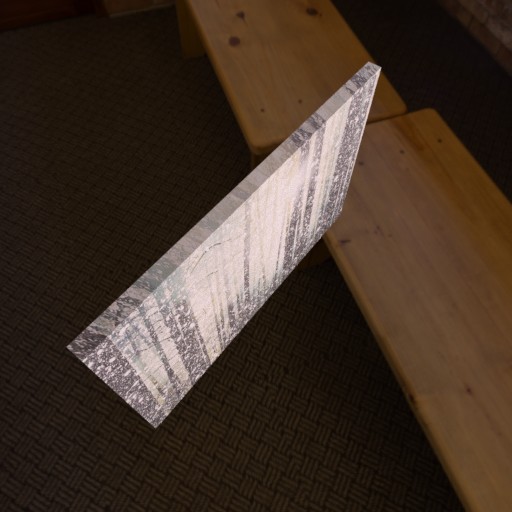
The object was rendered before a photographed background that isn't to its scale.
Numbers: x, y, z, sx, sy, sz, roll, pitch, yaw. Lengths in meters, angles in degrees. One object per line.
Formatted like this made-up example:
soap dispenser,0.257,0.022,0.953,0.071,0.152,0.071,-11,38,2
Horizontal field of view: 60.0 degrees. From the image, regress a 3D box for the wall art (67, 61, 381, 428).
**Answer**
wall art,0.000,0.000,1.142,0.038,0.598,0.919,35,65,19
